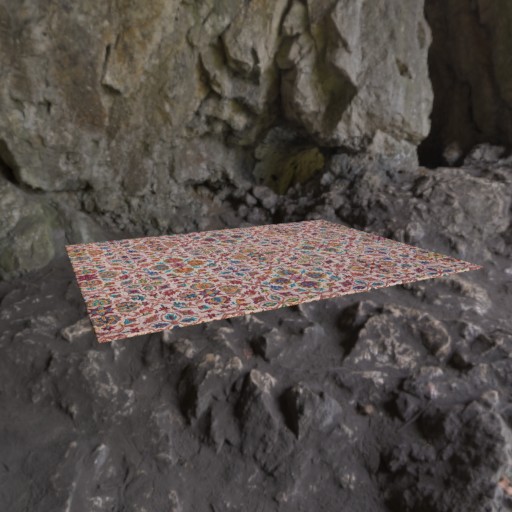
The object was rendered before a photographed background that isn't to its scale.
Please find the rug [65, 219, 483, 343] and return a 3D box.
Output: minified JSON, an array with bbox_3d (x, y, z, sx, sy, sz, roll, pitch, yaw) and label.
[{"bbox_3d":[0.000,0.000,4.226,3.215,0.020,2.446,-8,17,-26],"label":"rug"}]
